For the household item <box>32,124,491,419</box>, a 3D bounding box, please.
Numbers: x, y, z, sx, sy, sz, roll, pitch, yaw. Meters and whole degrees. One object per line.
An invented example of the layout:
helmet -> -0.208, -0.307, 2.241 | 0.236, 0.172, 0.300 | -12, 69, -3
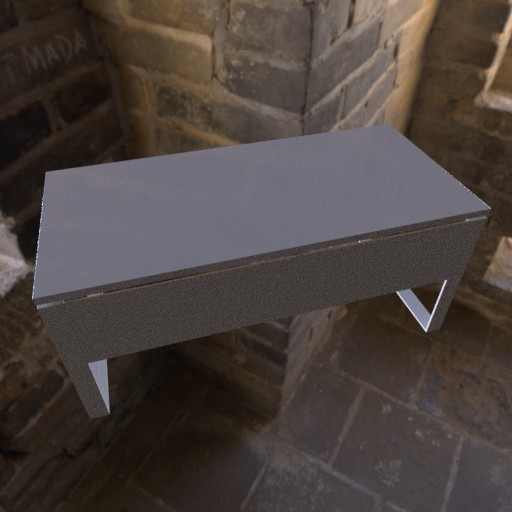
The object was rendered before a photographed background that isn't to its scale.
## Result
household item -> 0.000, 0.000, 2.102 | 1.700, 0.745, 0.800 | -11, 43, -12
